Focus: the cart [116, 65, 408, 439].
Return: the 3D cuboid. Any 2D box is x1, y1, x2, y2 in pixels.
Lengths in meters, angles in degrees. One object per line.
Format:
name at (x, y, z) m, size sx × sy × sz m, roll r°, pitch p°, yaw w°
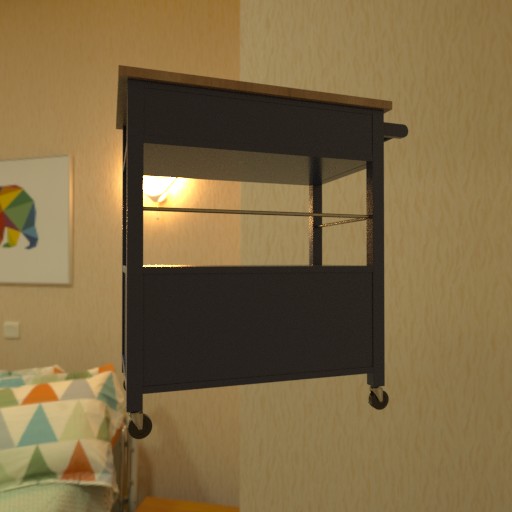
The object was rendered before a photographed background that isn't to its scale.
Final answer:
cart at (0.000, 0.000, 1.397) m, size 0.840 × 0.901 × 0.459 m, roll 0°, pitch -1°, yaw -18°
